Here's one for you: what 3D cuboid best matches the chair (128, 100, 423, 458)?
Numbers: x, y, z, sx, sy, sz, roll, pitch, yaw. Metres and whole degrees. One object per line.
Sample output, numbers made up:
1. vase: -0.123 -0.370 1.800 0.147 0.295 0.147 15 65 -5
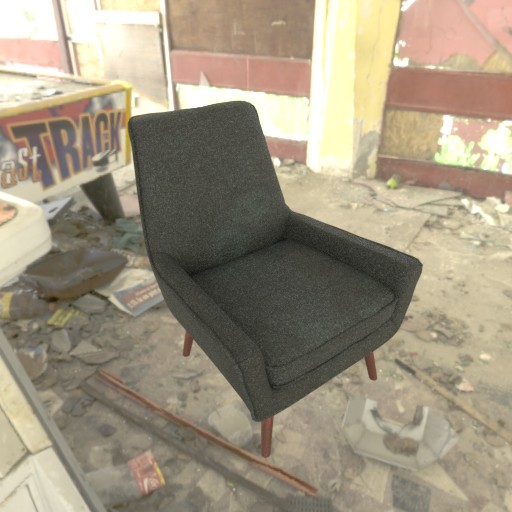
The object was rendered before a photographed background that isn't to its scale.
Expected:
1. chair: 0.000 0.000 1.535 0.763 0.883 0.859 -22 36 -32
